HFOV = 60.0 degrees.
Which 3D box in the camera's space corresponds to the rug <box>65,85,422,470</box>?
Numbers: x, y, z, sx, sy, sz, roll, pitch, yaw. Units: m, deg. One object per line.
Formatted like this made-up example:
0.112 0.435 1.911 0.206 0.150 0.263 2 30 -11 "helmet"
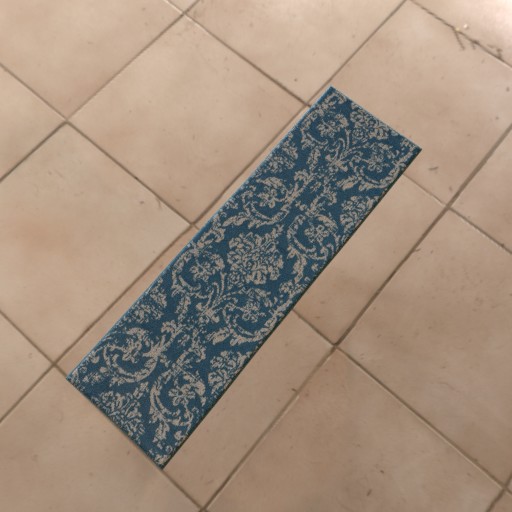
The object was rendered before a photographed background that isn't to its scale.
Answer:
0.000 0.000 2.379 0.662 0.011 2.196 39 79 9 "rug"
